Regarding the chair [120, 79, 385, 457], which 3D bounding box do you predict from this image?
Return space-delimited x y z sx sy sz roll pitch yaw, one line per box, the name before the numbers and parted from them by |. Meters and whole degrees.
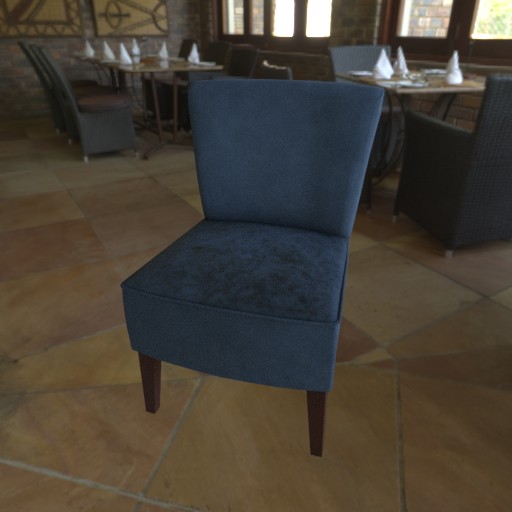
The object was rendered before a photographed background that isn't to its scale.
chair | 0.000 0.000 1.144 0.521 0.806 0.551 8 28 15
